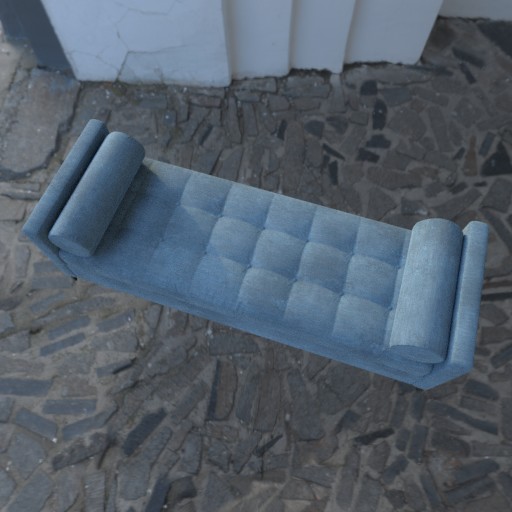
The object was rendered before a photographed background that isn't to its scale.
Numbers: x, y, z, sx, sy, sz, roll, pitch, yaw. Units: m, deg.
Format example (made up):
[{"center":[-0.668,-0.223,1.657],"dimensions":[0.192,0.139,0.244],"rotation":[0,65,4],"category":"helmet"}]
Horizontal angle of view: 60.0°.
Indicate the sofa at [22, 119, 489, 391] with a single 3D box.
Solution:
[{"center":[0.000,0.000,2.240],"dimensions":[1.981,0.635,0.686],"rotation":[16,66,8],"category":"sofa"}]
